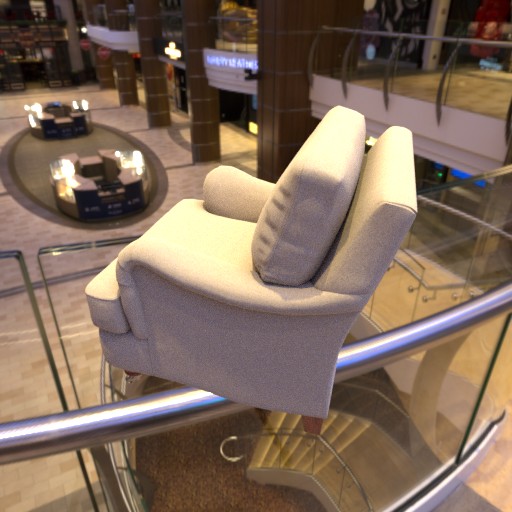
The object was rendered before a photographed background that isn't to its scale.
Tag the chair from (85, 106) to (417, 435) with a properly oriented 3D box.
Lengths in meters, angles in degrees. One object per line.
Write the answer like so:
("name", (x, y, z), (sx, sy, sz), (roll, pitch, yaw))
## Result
("chair", (0.000, 0.000, 1.796), (1.078, 1.076, 0.895), (8, 31, 14))
